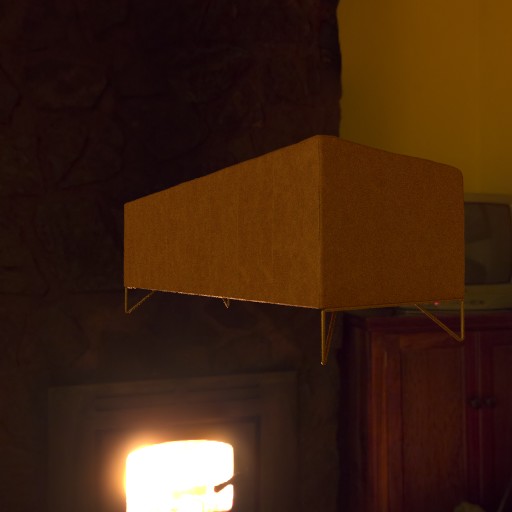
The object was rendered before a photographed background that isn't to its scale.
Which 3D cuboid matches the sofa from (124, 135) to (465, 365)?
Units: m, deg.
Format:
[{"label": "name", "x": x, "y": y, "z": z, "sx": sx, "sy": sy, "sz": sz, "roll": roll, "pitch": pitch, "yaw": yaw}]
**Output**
[{"label": "sofa", "x": 0.000, "y": 0.000, "z": 2.602, "sx": 0.912, "sy": 0.798, "sz": 2.079, "roll": 1, "pitch": -2, "yaw": -35}]
